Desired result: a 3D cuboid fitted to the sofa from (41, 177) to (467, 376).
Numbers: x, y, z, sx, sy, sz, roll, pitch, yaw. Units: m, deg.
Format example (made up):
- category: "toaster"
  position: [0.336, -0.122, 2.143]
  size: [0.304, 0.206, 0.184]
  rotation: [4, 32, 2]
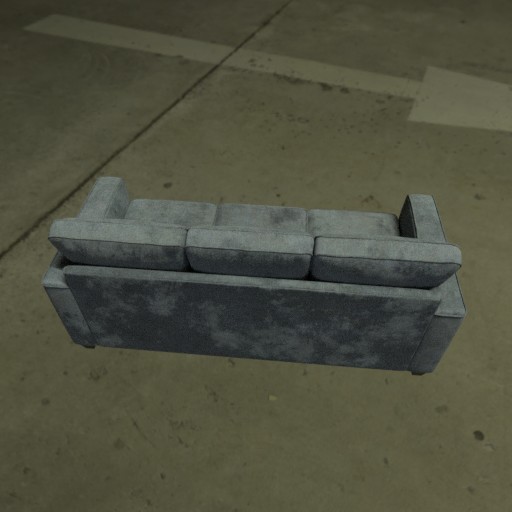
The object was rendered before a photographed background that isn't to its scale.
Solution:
- category: "sofa"
  position: [0.000, 0.000, 2.609]
  size: [2.133, 0.965, 0.939]
  rotation: [4, 47, 4]
